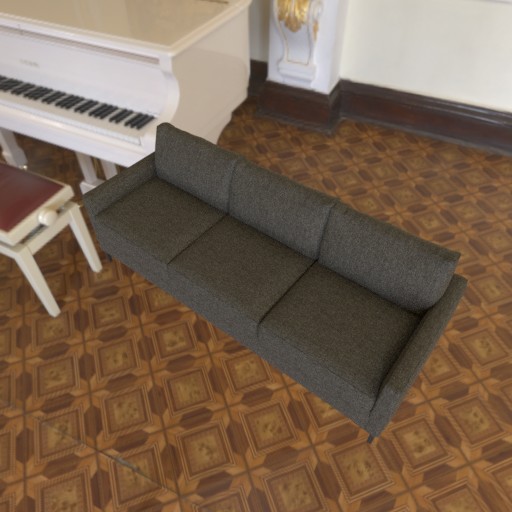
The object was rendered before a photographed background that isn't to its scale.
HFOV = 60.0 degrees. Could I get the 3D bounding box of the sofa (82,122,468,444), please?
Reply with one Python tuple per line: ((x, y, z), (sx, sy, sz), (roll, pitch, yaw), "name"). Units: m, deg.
((0.000, 0.000, 2.737), (2.253, 0.879, 0.876), (30, 54, 25), "sofa")
